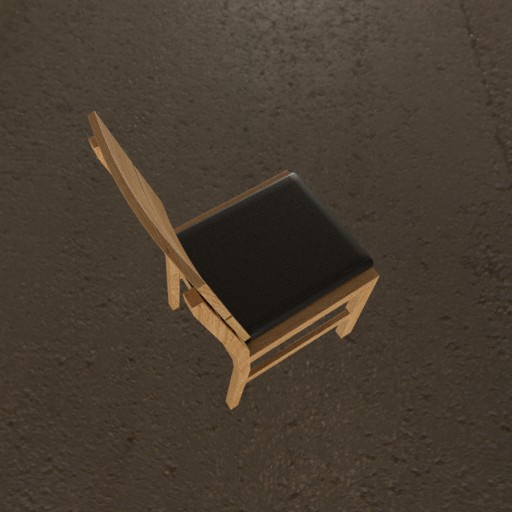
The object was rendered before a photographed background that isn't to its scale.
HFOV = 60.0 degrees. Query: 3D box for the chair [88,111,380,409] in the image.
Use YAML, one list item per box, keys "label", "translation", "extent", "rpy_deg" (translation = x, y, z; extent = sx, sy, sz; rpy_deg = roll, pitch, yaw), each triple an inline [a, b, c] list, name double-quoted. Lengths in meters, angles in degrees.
- label: "chair"
  translation: [0.000, 0.000, 1.293]
  extent: [0.569, 0.950, 0.475]
  rpy_deg: [-29, 64, -16]
